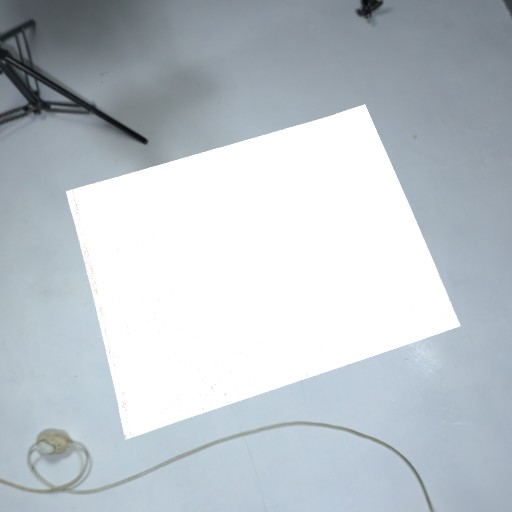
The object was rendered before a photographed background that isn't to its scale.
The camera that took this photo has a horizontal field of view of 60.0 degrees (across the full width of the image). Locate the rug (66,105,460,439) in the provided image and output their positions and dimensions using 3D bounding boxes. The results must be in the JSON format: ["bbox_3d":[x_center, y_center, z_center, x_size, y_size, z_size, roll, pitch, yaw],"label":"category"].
[{"bbox_3d":[0.000,0.000,5.014,3.778,0.053,2.873,-17,76,-4],"label":"rug"}]
